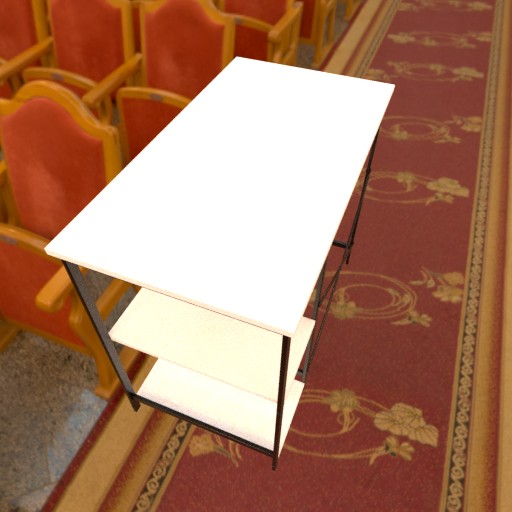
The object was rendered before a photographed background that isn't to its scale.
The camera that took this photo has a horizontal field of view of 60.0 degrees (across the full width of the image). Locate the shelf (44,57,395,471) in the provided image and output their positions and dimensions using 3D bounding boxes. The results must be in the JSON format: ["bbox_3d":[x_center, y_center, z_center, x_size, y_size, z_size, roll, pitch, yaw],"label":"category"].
[{"bbox_3d":[0.000,0.000,1.332,0.498,0.750,0.902,17,50,15],"label":"shelf"}]
